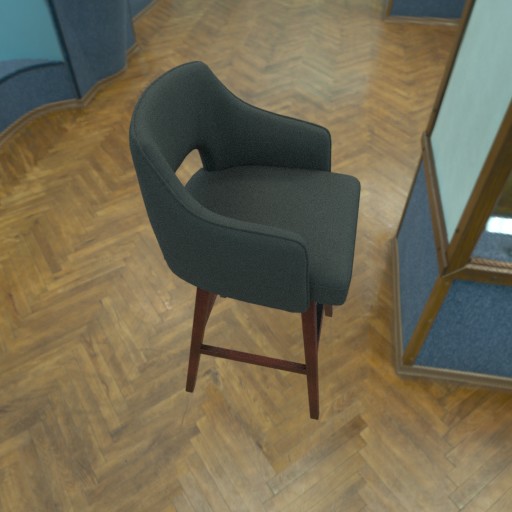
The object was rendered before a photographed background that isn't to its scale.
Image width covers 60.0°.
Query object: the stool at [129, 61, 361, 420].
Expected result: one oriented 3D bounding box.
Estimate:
[{"bbox_3d":[0.000,0.000,1.362,0.558,1.012,0.548,9,46,9],"label":"stool"}]
